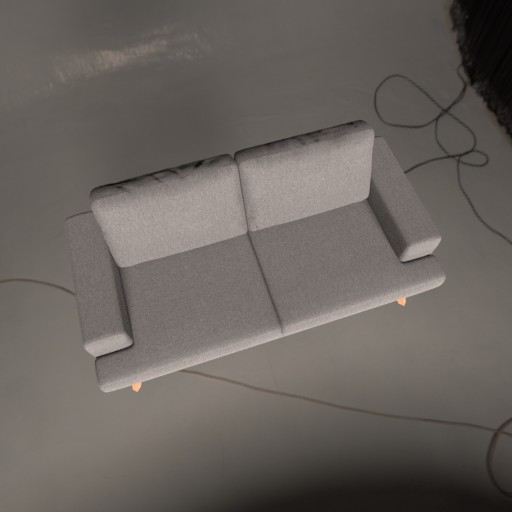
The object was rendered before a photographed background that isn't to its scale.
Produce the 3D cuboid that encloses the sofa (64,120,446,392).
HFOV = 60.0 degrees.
[{"bbox_3d":[0.000,0.000,2.117,1.650,0.810,0.785,-16,65,-8],"label":"sofa"}]
